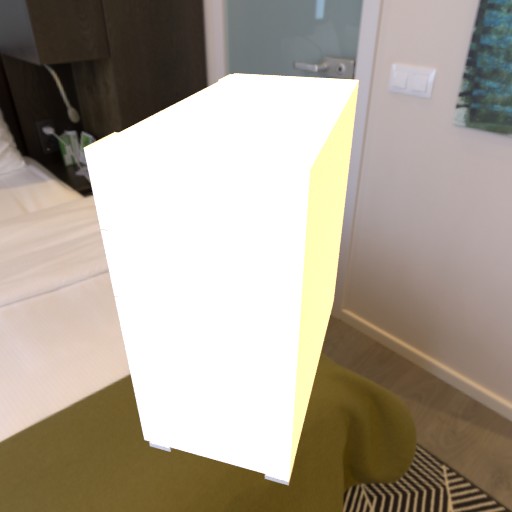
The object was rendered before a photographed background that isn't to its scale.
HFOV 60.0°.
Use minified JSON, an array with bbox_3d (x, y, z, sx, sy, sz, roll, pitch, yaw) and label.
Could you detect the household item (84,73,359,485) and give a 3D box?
[{"bbox_3d":[0.000,0.000,1.313,0.420,0.870,0.800,9,33,14],"label":"household item"}]
